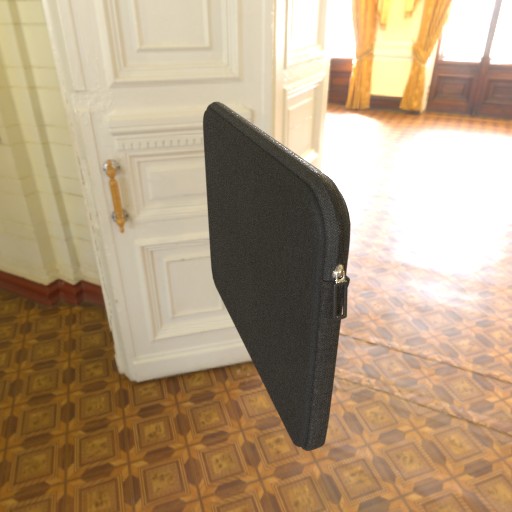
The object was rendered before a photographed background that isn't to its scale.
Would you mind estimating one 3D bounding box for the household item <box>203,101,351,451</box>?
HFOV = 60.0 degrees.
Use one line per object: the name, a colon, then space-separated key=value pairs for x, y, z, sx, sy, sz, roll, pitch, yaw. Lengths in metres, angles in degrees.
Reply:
household item: x=0.000 y=0.000 z=0.538 sx=0.030 sy=0.305 sz=0.396 roll=-10 pitch=31 yaw=-17
